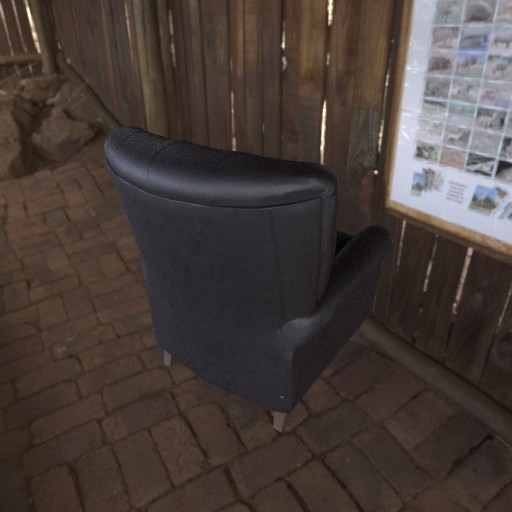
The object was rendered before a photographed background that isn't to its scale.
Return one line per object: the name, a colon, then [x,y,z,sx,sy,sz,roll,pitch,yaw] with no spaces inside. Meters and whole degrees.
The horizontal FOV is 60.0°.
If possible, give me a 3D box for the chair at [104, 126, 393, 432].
chair: [0.000,0.000,1.921,0.948,1.158,1.058,20,35,31]
